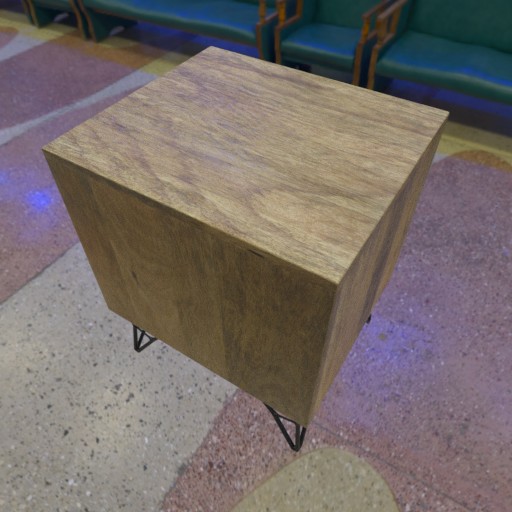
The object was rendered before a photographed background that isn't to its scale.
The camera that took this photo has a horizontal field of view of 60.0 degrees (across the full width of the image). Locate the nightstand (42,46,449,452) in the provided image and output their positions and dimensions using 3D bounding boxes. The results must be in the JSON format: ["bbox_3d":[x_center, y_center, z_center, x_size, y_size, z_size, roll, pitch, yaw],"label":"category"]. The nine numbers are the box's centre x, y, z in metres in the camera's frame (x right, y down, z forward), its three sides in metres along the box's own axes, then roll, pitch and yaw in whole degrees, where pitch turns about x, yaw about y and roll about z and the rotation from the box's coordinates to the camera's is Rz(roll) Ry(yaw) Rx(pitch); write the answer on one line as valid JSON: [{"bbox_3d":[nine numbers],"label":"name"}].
[{"bbox_3d":[0.000,0.000,0.859,0.457,0.559,0.406,25,52,21],"label":"nightstand"}]
